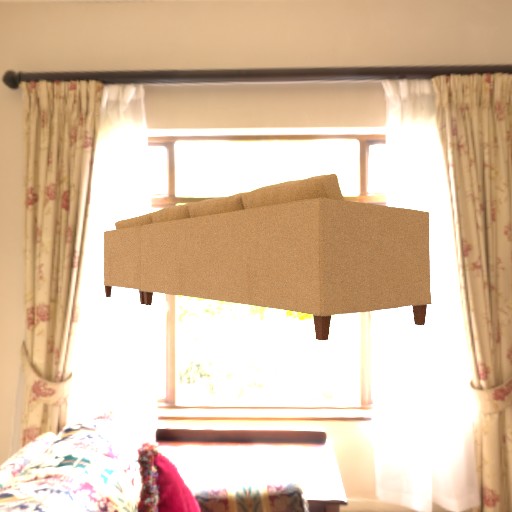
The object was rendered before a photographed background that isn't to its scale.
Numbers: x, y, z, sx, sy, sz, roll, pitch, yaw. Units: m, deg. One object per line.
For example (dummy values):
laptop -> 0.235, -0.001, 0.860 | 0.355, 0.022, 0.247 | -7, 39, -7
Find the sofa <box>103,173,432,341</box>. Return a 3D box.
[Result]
sofa -> 0.000, 0.000, 3.830 | 1.625, 0.846, 3.186 | 0, -1, -37
